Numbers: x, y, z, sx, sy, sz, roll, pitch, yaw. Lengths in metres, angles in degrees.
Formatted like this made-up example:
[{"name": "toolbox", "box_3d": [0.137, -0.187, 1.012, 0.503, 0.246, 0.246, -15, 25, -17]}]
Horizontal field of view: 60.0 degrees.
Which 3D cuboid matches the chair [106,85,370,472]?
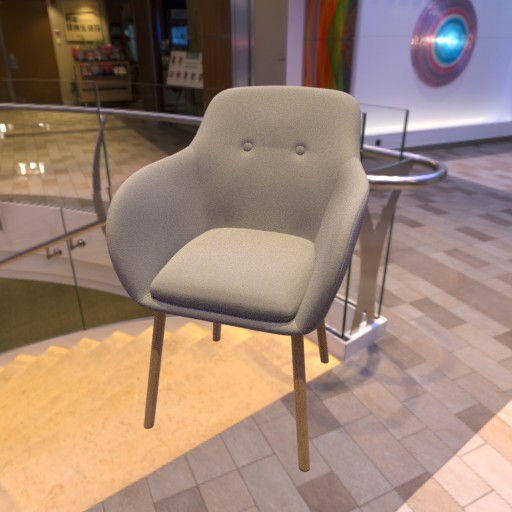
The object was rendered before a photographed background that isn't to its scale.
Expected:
[{"name": "chair", "box_3d": [0.000, 0.000, 1.210, 0.570, 0.830, 0.590, 8, 26, 16]}]
